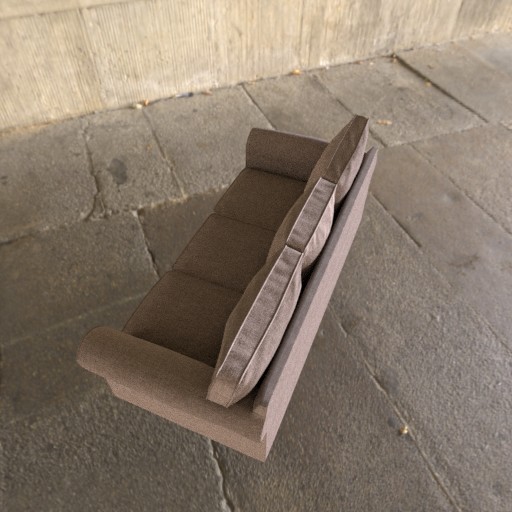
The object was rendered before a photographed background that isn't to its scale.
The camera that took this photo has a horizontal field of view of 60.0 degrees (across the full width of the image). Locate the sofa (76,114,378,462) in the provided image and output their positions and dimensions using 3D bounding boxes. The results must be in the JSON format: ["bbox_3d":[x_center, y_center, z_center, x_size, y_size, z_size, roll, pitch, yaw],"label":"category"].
[{"bbox_3d":[0.000,0.000,2.612,0.916,0.961,2.084,17,49,16],"label":"sofa"}]
